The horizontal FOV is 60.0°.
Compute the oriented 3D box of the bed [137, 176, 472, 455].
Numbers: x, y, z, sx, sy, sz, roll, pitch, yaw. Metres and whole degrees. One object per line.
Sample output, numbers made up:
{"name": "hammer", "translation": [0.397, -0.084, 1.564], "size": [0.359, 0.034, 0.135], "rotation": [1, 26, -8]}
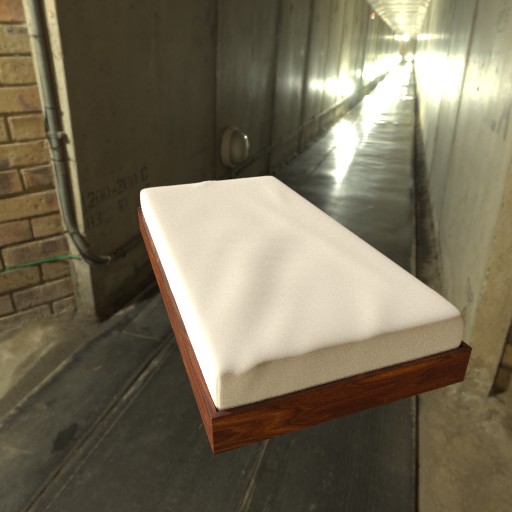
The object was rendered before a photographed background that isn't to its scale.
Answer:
{"name": "bed", "translation": [0.000, 0.000, 2.190], "size": [0.940, 0.312, 1.860], "rotation": [-9, 28, -18]}
